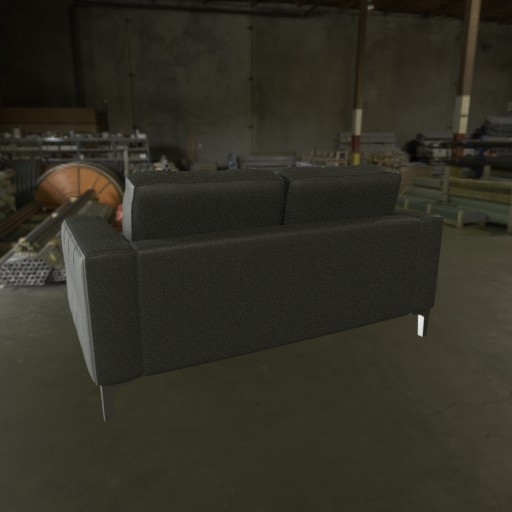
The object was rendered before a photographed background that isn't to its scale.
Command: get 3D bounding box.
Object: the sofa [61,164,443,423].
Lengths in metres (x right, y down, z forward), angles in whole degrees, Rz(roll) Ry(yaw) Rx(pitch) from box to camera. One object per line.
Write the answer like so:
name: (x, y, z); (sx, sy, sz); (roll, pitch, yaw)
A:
sofa: (0.000, 0.000, 2.212); (1.726, 0.893, 0.833); (-7, 16, -26)
